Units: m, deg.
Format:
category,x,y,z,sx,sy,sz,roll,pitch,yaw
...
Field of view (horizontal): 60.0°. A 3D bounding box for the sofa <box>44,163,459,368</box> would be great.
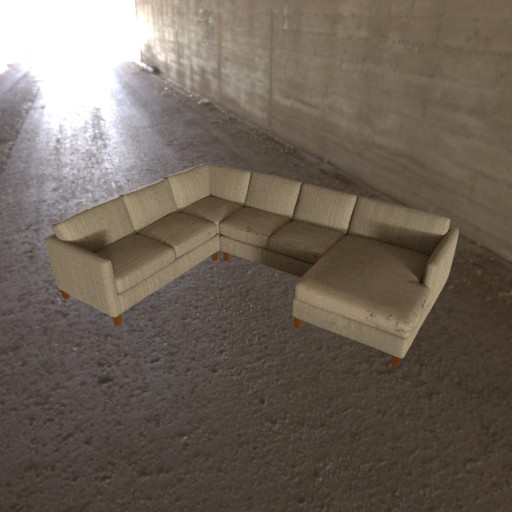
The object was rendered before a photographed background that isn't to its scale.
category,x,y,z,sx,sy,sz,roll,pitch,yaw
sofa,0.000,0.000,4.655,3.460,0.961,2.594,18,34,29
